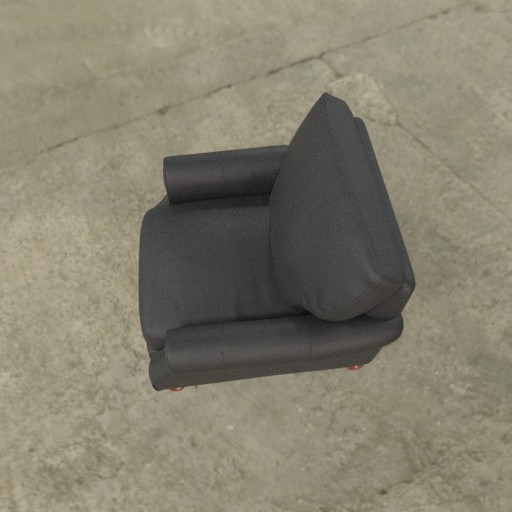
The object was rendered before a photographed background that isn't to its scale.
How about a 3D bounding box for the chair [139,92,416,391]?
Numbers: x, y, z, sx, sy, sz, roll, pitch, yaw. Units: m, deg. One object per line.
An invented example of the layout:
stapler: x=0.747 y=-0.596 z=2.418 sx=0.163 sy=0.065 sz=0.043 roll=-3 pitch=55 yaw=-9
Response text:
chair: x=0.000 y=0.000 z=1.826 sx=1.027 sy=0.960 sz=1.015 roll=-1 pitch=59 yaw=-1
